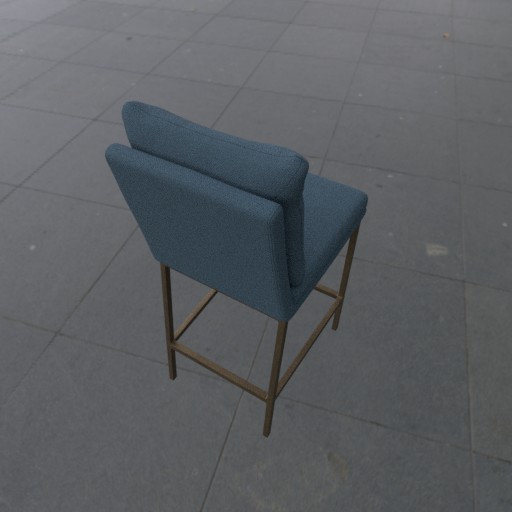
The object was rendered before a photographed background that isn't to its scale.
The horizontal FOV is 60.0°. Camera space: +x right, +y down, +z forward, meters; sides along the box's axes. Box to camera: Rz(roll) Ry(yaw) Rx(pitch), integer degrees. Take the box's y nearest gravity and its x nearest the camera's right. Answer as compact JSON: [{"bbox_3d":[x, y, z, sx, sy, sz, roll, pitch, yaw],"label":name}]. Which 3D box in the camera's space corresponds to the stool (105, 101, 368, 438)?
[{"bbox_3d":[0.000,0.000,1.345,0.463,1.032,0.568,24,49,22],"label":"stool"}]
